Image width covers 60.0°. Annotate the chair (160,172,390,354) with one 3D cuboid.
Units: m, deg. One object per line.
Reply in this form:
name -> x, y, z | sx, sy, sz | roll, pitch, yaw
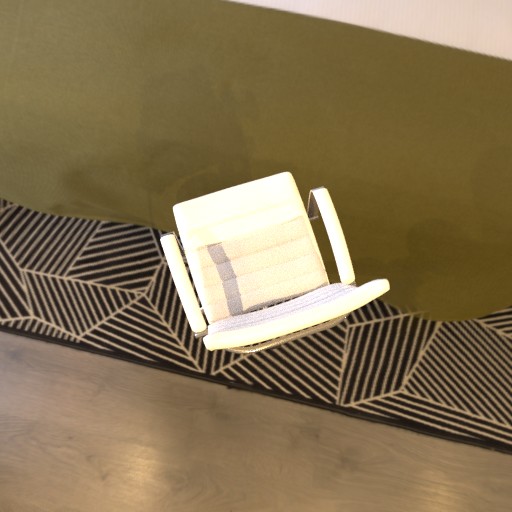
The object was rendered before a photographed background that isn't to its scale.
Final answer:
chair -> 0.000, 0.000, 1.595 | 0.679, 1.149, 0.679 | -17, 75, -5
